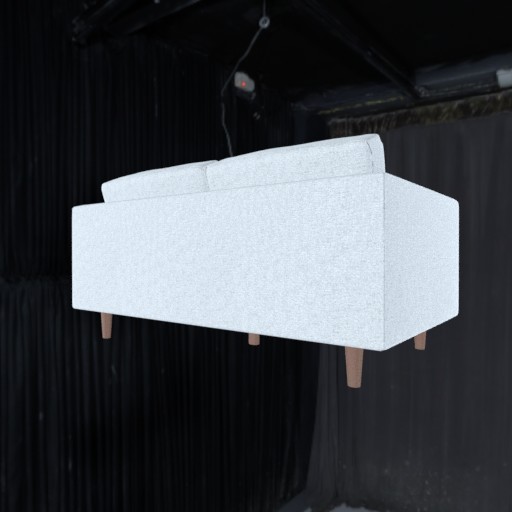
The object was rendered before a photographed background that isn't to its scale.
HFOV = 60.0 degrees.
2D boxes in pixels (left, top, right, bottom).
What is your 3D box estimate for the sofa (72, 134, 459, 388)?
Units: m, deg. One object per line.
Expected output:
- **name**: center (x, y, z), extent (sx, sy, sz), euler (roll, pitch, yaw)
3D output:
- **sofa**: center (0.000, 0.000, 2.260), extent (1.731, 0.900, 1.000), euler (0, 1, 37)
